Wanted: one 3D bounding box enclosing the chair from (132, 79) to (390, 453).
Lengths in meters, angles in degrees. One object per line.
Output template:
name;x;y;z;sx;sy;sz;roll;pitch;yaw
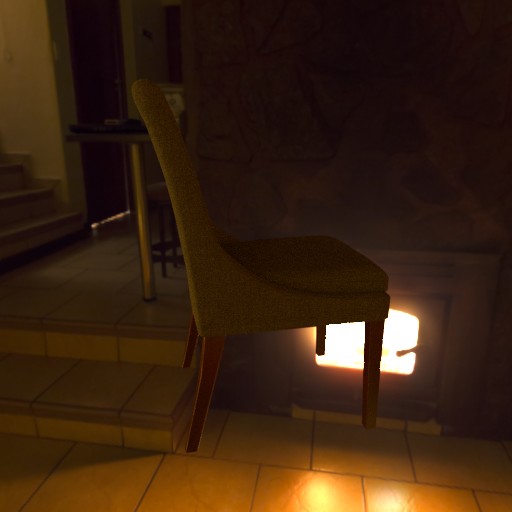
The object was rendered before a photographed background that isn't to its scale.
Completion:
chair;0.000;0.000;1.349;0.655;0.952;0.508;-3;15;-10
